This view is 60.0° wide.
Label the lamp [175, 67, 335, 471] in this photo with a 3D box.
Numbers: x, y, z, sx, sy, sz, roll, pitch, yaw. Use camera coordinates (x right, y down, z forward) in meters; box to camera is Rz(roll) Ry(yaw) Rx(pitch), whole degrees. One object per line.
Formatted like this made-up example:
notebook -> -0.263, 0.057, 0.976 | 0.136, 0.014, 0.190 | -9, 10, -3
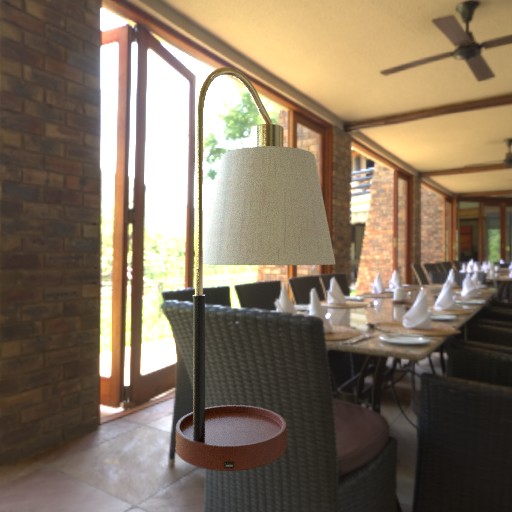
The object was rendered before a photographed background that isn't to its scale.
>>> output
lamp -> 0.000, 0.000, 0.677 | 0.211, 0.536, 0.273 | 0, 0, 37
